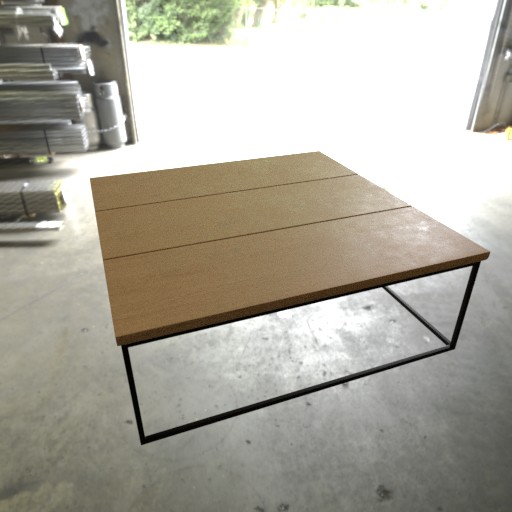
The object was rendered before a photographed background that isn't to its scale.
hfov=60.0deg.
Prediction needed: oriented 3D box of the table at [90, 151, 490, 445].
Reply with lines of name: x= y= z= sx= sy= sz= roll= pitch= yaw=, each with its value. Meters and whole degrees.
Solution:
table: x=0.000 y=0.000 z=1.716 sx=1.100 sy=0.400 sz=1.100 roll=-11 pitch=32 yaw=-18
